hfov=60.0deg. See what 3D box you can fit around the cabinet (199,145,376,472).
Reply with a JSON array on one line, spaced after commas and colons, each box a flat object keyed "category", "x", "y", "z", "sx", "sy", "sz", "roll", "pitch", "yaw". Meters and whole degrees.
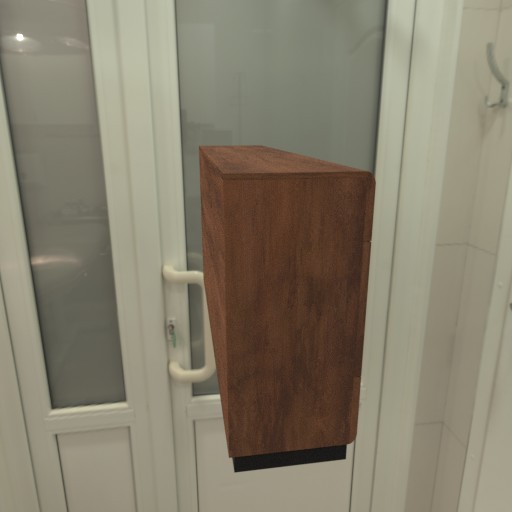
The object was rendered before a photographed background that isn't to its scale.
[{"category": "cabinet", "x": 0.000, "y": 0.000, "z": 1.993, "sx": 0.420, "sy": 0.900, "sz": 1.600, "roll": -3, "pitch": 17, "yaw": -9}]
